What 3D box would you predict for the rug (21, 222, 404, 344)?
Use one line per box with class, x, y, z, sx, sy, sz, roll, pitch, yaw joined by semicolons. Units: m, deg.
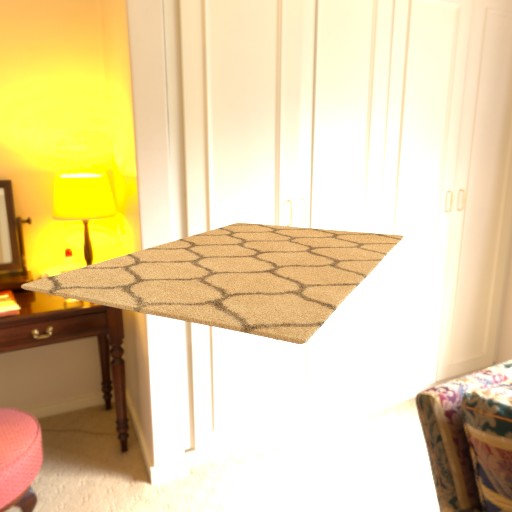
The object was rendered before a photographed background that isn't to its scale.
rug;0.000;0.000;3.415;1.801;0.026;2.701;6;15;26
